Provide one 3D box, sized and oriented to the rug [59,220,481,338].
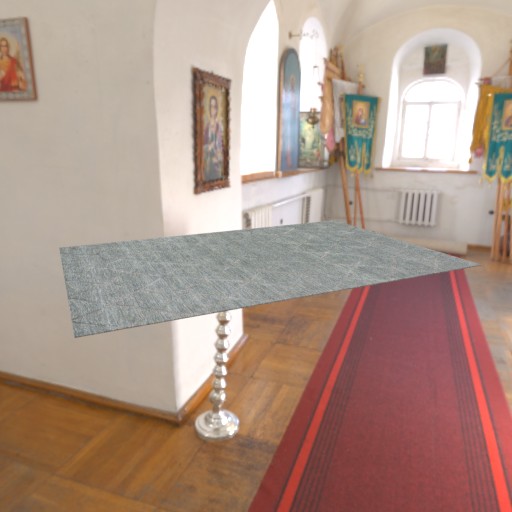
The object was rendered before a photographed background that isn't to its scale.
[{"bbox_3d":[0.000,0.000,2.862,2.283,0.006,1.521,-7,17,-24],"label":"rug"}]
